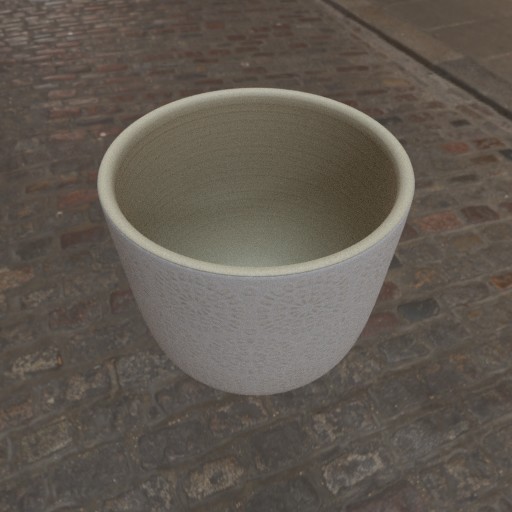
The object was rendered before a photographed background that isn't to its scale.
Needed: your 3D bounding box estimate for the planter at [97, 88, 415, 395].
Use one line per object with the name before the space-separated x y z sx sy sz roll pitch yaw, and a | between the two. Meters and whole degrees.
planter | 0.000 0.000 0.366 0.208 0.190 0.208 0 47 0
